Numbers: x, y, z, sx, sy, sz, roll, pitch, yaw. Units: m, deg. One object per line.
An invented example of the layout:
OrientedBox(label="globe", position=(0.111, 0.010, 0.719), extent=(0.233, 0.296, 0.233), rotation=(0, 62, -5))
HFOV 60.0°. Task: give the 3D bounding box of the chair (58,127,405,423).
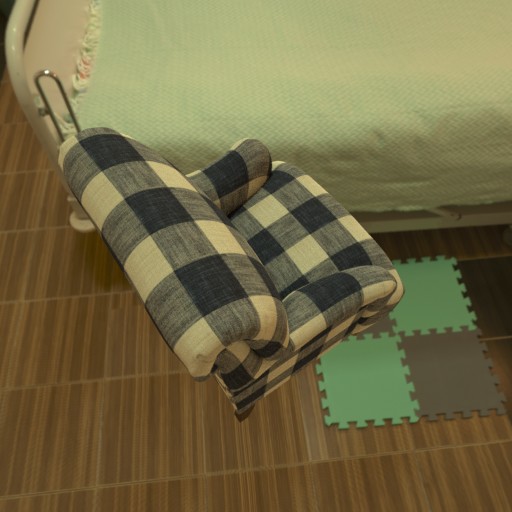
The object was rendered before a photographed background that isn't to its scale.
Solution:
OrientedBox(label="chair", position=(0.000, 0.000, 1.531), extent=(0.848, 0.953, 0.781), rotation=(-31, 63, -18))
